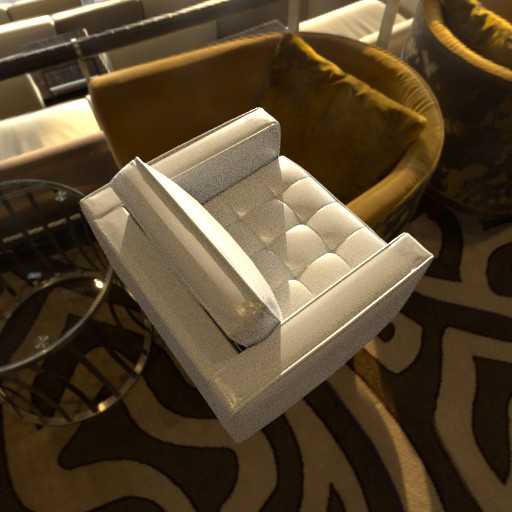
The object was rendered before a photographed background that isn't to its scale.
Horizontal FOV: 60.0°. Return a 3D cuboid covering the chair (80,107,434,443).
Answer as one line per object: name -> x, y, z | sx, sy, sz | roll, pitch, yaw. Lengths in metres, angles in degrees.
chair -> 0.000, 0.000, 1.596 | 0.843, 0.773, 0.928 | -33, 63, -19
